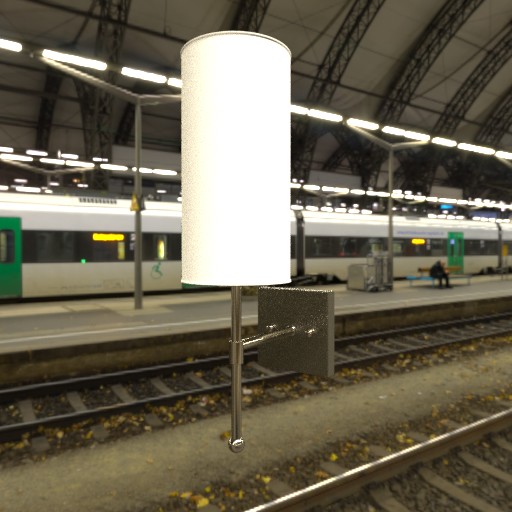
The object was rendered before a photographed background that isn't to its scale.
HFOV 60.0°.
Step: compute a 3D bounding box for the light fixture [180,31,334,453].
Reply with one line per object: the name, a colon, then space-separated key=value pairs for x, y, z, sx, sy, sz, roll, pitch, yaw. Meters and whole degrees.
light fixture: x=0.000 y=0.000 z=0.552 sx=0.128 sy=0.462 sz=0.208 roll=1 pitch=1 yaw=35
